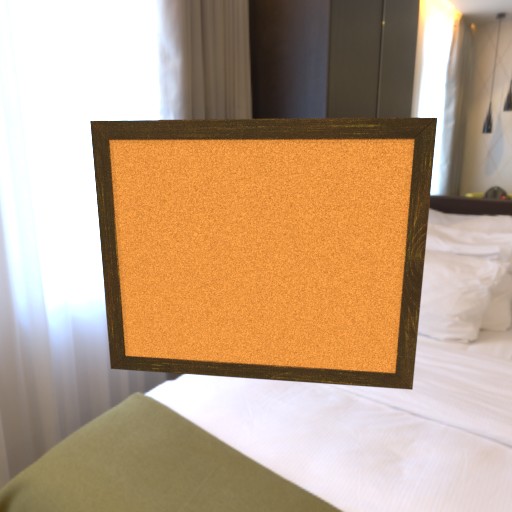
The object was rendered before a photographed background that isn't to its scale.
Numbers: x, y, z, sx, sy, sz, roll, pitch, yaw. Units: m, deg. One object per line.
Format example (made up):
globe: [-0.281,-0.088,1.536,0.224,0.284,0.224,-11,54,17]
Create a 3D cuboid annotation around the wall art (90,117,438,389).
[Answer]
wall art: [0.000,0.000,0.776,0.558,0.457,0.032,2,14,8]
